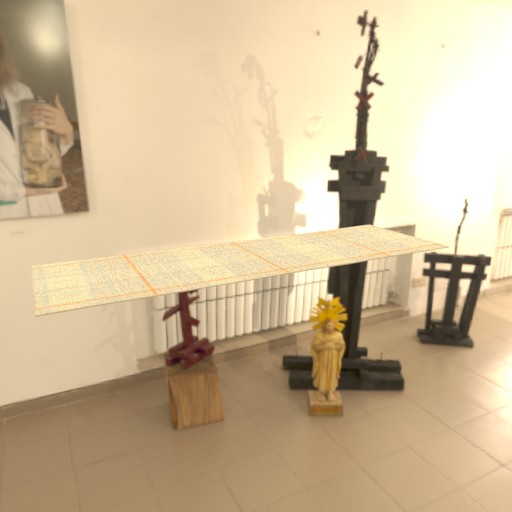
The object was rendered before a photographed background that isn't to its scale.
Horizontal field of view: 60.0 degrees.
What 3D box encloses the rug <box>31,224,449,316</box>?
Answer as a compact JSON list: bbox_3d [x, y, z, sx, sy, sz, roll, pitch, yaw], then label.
[{"bbox_3d":[0.000,0.000,2.689,2.442,0.016,0.770,-8,18,-26],"label":"rug"}]
